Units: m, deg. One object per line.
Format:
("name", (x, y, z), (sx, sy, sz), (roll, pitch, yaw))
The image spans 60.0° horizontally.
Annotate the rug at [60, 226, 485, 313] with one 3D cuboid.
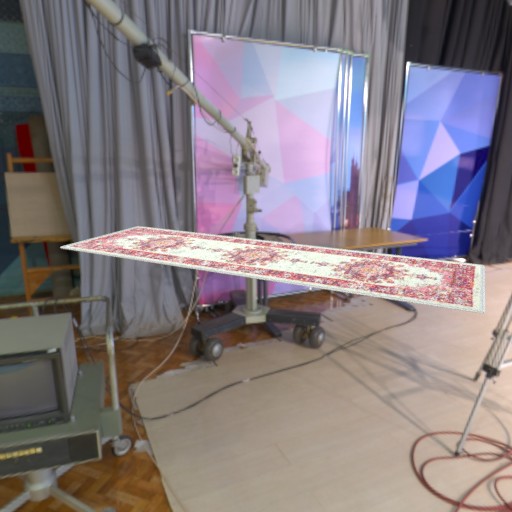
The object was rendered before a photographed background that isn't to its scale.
("rug", (0.000, 0.000, 1.973), (1.824, 0.009, 0.562), (7, 17, 25))
